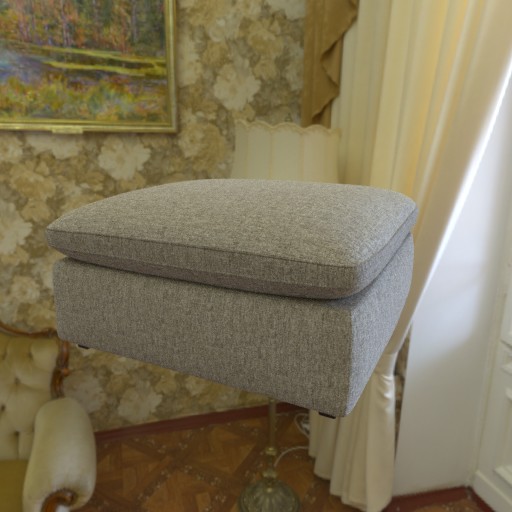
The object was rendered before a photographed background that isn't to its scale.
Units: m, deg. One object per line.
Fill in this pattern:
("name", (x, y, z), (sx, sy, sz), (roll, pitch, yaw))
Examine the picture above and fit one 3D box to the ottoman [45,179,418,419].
("ottoman", (0.000, 0.000, 1.632), (1.035, 0.526, 1.039), (7, 17, 25))
